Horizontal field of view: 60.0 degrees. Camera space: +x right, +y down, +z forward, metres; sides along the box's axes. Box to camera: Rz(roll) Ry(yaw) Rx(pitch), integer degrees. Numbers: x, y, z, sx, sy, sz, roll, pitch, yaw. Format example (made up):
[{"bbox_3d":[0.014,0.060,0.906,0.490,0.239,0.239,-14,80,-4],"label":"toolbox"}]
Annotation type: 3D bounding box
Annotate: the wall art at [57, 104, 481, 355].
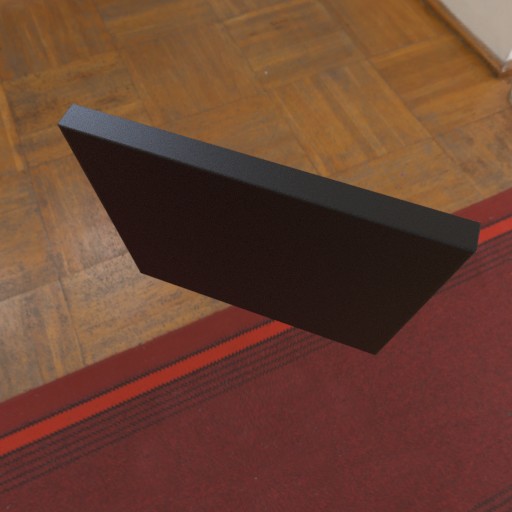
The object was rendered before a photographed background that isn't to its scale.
[{"bbox_3d":[0.000,0.000,0.531,0.380,0.330,0.028,18,65,9],"label":"wall art"}]
